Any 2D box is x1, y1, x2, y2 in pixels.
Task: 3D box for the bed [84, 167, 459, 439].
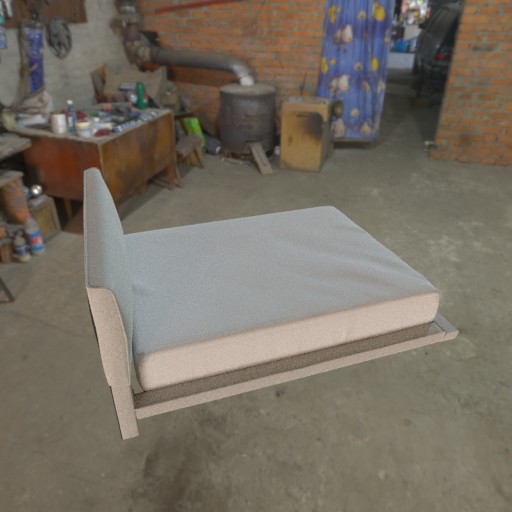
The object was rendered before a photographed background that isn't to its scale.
[{"bbox_3d":[0.000,0.000,3.563,2.498,1.126,1.980,-10,31,-16],"label":"bed"}]
